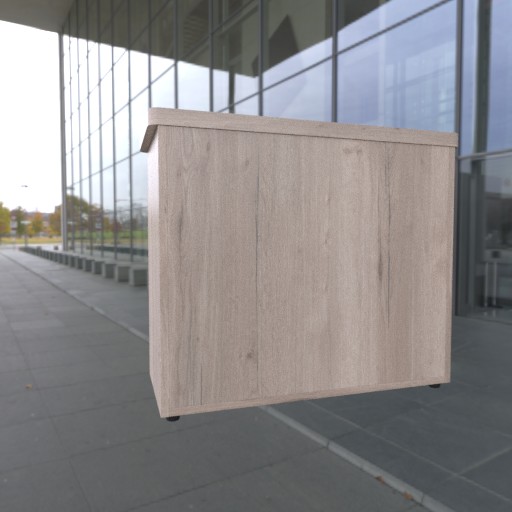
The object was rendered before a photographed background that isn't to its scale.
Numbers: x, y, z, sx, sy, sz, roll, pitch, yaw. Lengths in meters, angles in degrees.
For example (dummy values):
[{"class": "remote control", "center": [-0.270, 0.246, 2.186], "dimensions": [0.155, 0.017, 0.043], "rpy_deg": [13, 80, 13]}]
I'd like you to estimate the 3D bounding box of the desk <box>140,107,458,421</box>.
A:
[{"class": "desk", "center": [0.000, 0.000, 1.738], "dimensions": [0.900, 0.760, 1.169], "rpy_deg": [-1, 3, -18]}]
